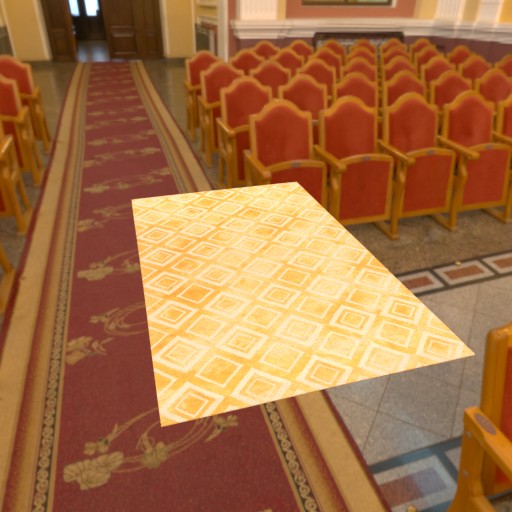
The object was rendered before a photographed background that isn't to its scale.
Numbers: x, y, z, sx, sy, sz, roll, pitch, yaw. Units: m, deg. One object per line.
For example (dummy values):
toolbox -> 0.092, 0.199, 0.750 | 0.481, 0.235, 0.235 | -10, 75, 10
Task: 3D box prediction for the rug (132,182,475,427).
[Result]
rug -> 0.000, 0.000, 2.977 | 1.511, 0.010, 2.424 | -8, 31, -14
